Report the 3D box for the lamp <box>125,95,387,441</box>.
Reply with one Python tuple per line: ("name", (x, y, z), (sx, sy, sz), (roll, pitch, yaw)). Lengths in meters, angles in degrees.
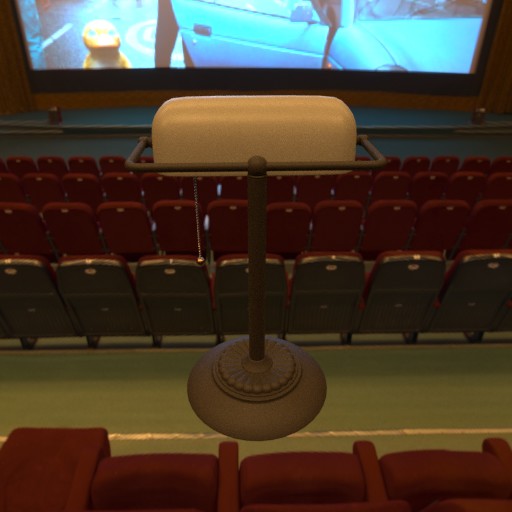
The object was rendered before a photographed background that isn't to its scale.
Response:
("lamp", (0.000, 0.000, 0.517), (0.264, 0.339, 0.243), (-1, 30, -2))
